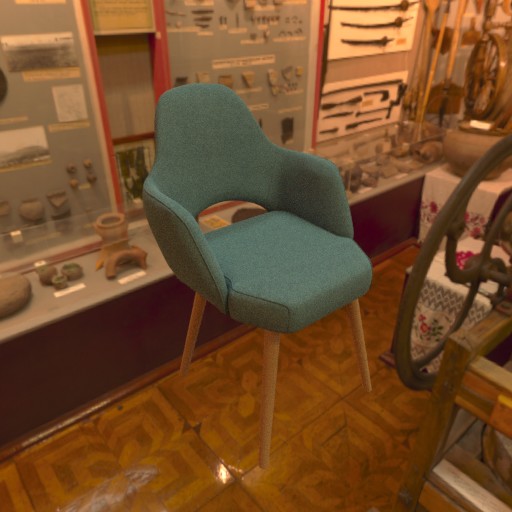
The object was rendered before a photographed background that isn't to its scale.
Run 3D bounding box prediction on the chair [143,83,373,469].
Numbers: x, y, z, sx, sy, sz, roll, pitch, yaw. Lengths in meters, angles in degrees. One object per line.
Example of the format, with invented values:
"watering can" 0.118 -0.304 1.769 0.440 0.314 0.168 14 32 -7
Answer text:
"chair" 0.000 0.000 1.359 0.589 0.920 0.666 -22 37 -32
